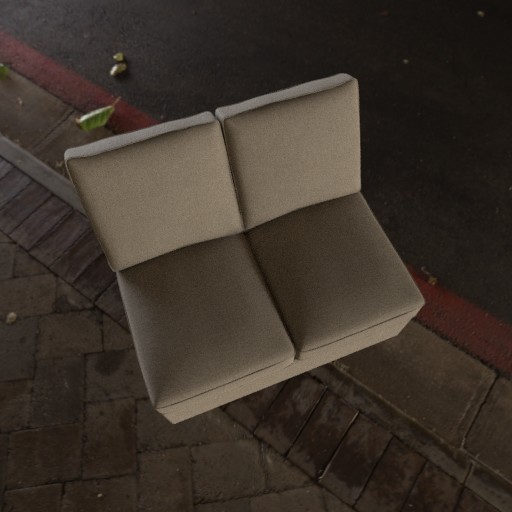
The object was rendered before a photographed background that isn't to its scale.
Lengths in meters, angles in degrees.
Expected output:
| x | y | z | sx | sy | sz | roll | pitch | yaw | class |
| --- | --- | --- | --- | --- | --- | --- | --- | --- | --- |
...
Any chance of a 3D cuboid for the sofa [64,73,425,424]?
| x | y | z | sx | sy | sz | roll | pitch | yaw | class |
| --- | --- | --- | --- | --- | --- | --- | --- | --- | --- |
| 0.000 | 0.000 | 1.981 | 1.232 | 1.006 | 0.978 | -19 | 63 | -10 | sofa |
